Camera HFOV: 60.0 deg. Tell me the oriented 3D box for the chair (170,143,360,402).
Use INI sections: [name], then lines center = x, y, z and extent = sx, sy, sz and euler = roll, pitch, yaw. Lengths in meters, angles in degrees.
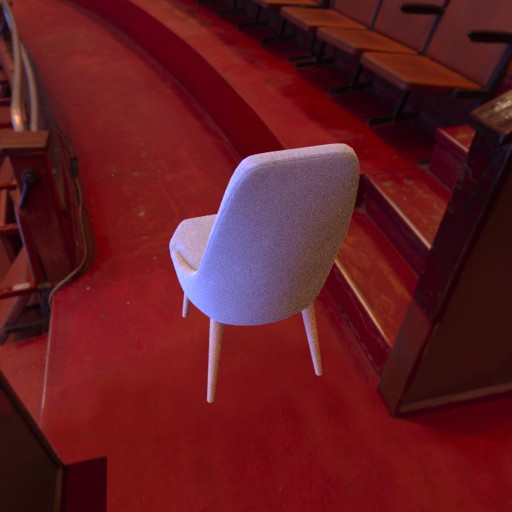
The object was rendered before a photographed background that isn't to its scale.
[chair]
center = 0.000, 0.000, 1.401
extent = 0.510, 1.040, 0.660
euler = -10, 42, -12
